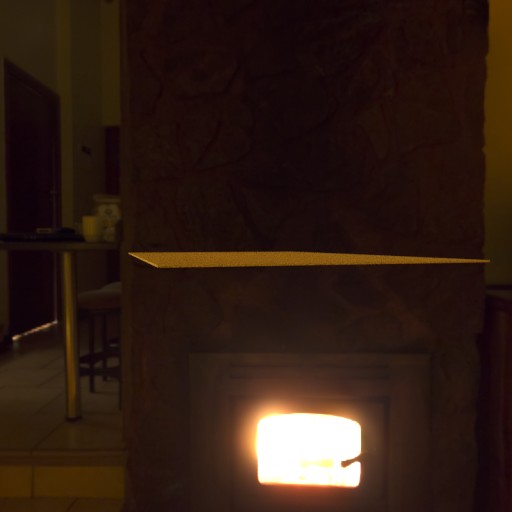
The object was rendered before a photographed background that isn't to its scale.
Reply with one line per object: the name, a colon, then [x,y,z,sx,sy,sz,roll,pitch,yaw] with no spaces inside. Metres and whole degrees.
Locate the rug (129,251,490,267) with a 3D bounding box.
rug: [0.000,0.000,2.201,1.142,0.006,1.752,-1,2,-18]
